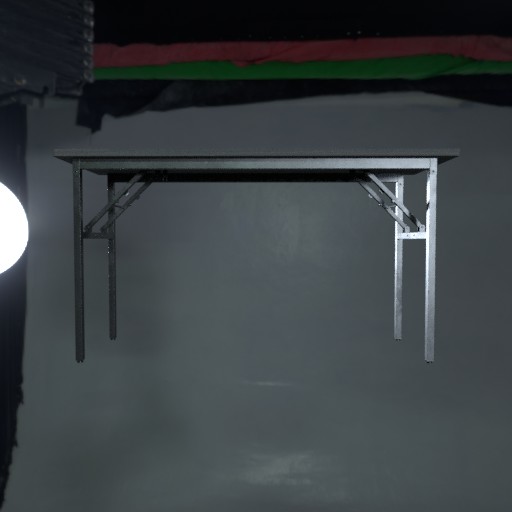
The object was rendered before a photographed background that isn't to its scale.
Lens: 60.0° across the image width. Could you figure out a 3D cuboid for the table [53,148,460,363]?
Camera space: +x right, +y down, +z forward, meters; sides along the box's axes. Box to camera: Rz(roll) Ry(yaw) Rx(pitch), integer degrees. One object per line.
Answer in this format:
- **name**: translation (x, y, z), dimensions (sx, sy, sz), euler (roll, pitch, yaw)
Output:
- **table**: translation (0.000, 0.000, 1.754), dimensions (1.399, 0.750, 0.449), euler (0, 2, 0)
